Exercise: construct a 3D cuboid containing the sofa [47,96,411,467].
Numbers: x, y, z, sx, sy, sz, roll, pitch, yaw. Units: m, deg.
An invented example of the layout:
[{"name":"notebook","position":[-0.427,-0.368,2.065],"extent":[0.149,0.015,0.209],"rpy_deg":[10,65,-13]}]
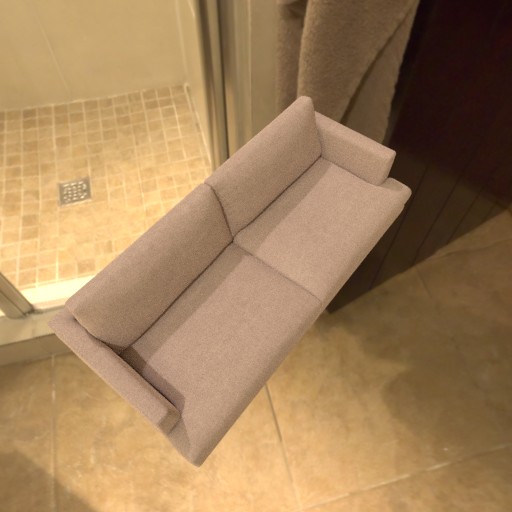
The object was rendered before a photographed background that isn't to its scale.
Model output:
[{"name":"sofa","position":[0.000,0.000,2.777],"extent":[1.020,0.868,2.250],"rpy_deg":[34,64,20]}]
